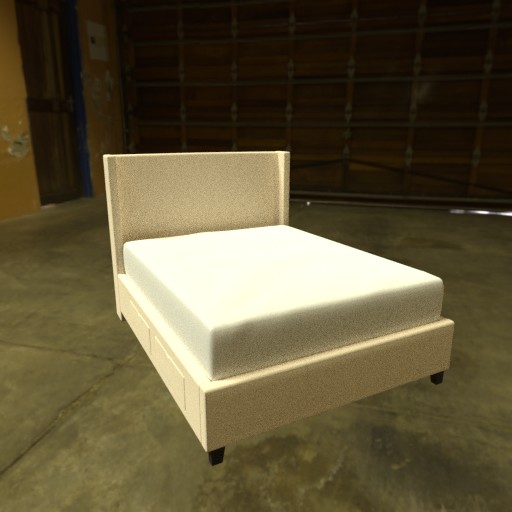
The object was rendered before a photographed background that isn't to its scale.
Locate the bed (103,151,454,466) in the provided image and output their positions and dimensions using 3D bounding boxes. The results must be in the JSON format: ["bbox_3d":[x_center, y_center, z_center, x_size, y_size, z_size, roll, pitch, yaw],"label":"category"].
[{"bbox_3d":[0.000,0.000,3.407,1.765,1.471,2.280,-8,17,-27],"label":"bed"}]
